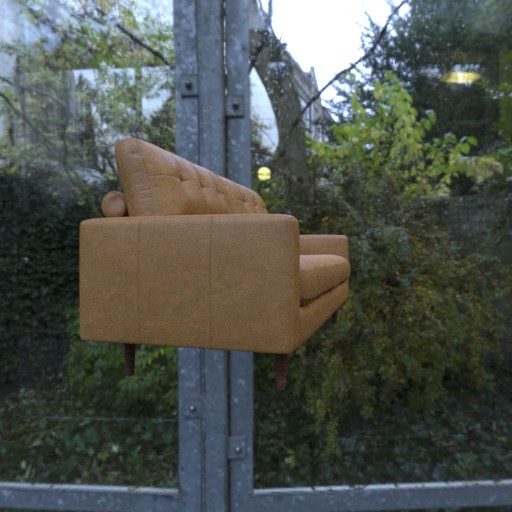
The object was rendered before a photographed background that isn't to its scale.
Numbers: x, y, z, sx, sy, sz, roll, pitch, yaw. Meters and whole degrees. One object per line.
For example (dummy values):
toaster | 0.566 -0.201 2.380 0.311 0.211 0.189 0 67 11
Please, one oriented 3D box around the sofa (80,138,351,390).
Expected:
sofa | 0.000 0.000 2.314 0.850 0.898 1.821 0 0 17
